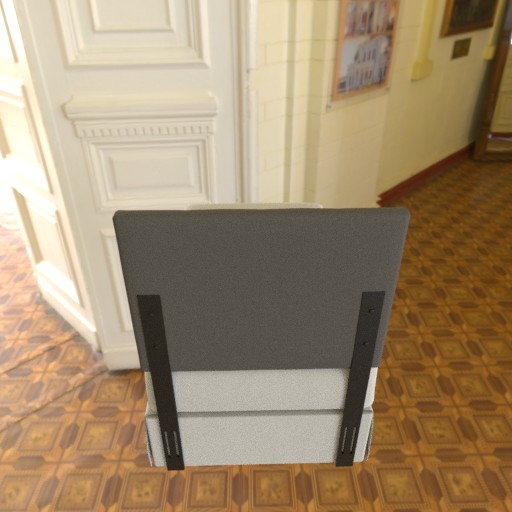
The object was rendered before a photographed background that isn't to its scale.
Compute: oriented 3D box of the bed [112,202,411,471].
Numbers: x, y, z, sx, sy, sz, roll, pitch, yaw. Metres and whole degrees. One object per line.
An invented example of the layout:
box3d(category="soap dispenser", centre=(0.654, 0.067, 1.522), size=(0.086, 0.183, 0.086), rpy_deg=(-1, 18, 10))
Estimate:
box3d(category="bed", centre=(0.000, 0.000, 2.905), size=(1.261, 1.571, 1.997), rpy_deg=(-1, 32, -1))
